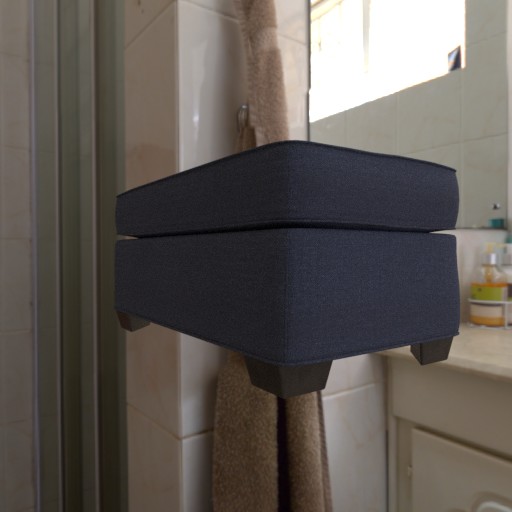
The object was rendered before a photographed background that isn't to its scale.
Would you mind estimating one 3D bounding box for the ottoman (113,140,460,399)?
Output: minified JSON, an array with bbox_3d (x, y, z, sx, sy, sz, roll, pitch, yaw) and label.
[{"bbox_3d":[0.000,0.000,1.176,0.505,0.453,0.895,0,1,-35],"label":"ottoman"}]
